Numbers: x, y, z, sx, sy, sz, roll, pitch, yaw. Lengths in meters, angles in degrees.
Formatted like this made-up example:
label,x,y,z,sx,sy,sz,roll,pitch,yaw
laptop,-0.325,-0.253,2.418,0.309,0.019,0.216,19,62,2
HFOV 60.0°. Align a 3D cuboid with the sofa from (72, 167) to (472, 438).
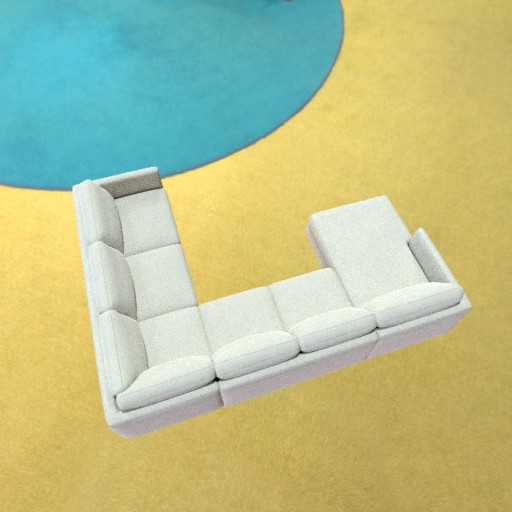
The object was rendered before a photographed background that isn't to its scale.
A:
label,x,y,z,sx,sy,sz,roll,pitch,yaw
sofa,0.000,0.000,4.473,3.238,0.853,2.551,-16,60,-9
